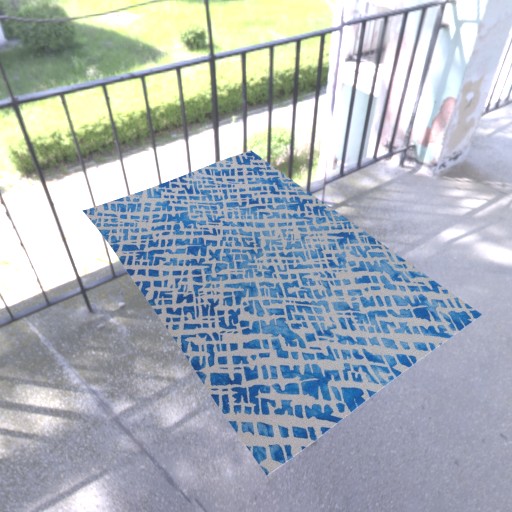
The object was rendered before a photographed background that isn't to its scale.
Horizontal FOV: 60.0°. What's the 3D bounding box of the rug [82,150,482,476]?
[{"bbox_3d":[0.000,0.000,2.296,1.209,0.011,1.830,-26,48,-25],"label":"rug"}]
